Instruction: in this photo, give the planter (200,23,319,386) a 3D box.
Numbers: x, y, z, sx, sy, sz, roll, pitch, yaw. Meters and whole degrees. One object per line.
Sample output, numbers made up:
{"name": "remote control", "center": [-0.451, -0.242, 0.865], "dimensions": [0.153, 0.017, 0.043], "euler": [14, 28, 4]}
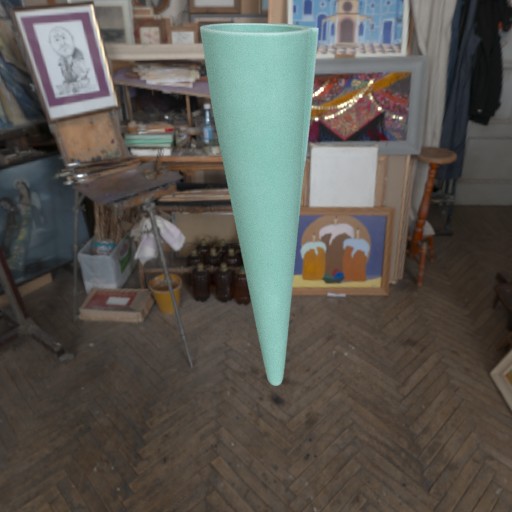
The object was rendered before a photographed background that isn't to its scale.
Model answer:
{"name": "planter", "center": [0.000, 0.000, 0.290], "dimensions": [0.055, 0.268, 0.054], "euler": [-22, 38, -31]}
